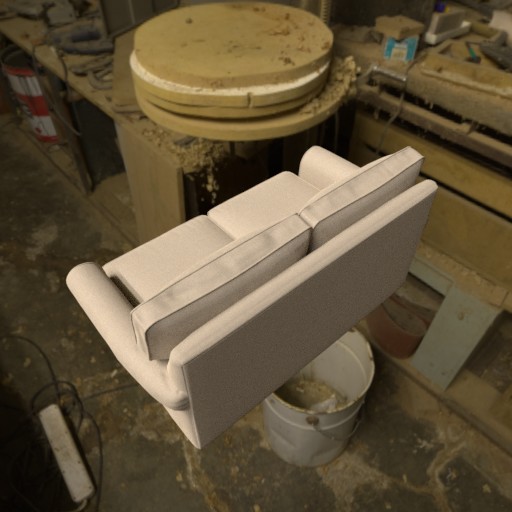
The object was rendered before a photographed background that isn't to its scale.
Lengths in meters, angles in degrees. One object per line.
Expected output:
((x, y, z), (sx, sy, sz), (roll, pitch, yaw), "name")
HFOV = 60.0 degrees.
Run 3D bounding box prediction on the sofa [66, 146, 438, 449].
((0.000, 0.000, 2.240), (1.665, 0.937, 0.964), (-32, 53, -27), "sofa")
